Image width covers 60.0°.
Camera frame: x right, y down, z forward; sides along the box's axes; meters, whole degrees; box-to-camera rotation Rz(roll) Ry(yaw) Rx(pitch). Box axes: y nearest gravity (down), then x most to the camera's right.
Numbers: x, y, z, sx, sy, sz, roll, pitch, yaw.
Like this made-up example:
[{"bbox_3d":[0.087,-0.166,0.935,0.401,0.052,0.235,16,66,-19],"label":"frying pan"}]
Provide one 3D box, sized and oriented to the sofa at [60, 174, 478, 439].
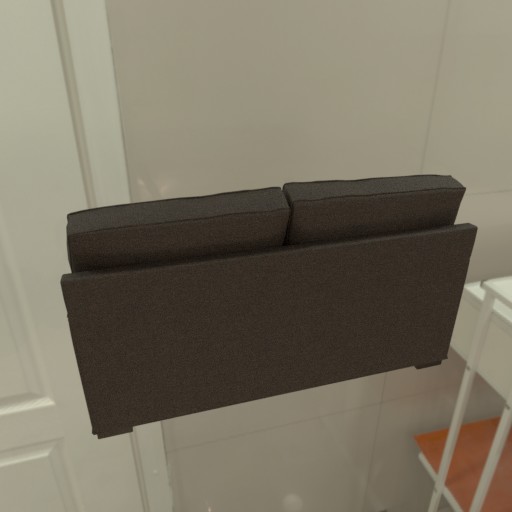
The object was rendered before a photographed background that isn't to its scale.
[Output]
[{"bbox_3d":[0.000,0.000,2.054,1.534,0.887,0.974,-7,27,-15],"label":"sofa"}]
